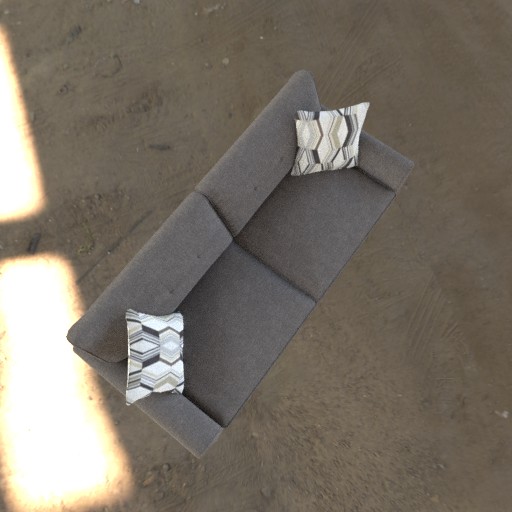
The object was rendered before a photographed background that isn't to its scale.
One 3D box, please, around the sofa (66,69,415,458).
[{"bbox_3d":[0.000,0.000,2.550,0.889,0.813,2.032,36,76,10],"label":"sofa"}]
